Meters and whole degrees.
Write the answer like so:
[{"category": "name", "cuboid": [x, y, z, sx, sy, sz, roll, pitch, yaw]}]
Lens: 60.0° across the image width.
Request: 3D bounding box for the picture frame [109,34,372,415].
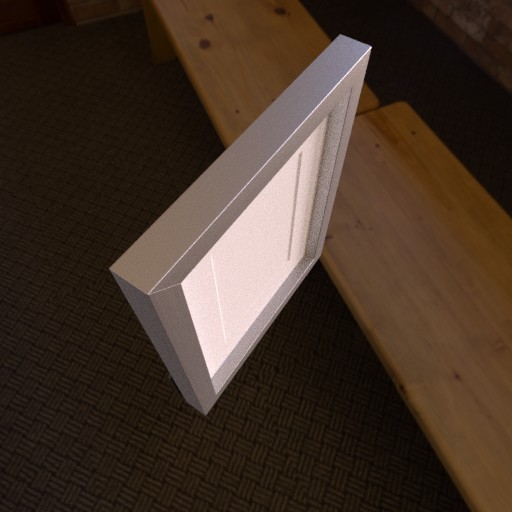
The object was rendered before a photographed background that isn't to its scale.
[{"category": "picture frame", "cuboid": [0.000, 0.000, 0.386, 0.036, 0.282, 0.233, 31, 64, 17]}]
